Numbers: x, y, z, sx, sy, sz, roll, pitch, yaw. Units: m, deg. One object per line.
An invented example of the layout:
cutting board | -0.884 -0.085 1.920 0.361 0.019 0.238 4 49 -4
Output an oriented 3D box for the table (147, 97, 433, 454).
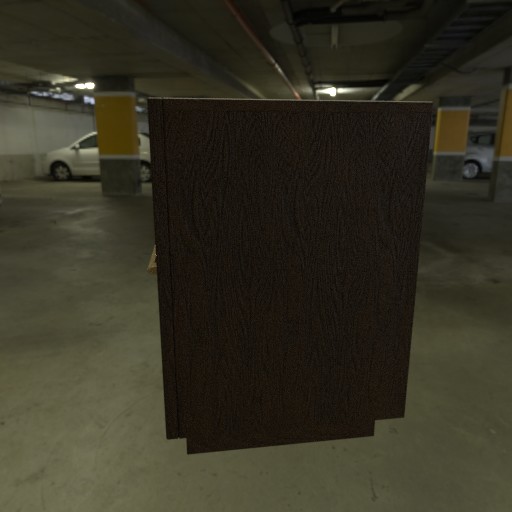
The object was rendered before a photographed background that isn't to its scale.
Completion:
table | 0.000 0.000 0.952 0.439 0.585 0.560 -2 14 -8
